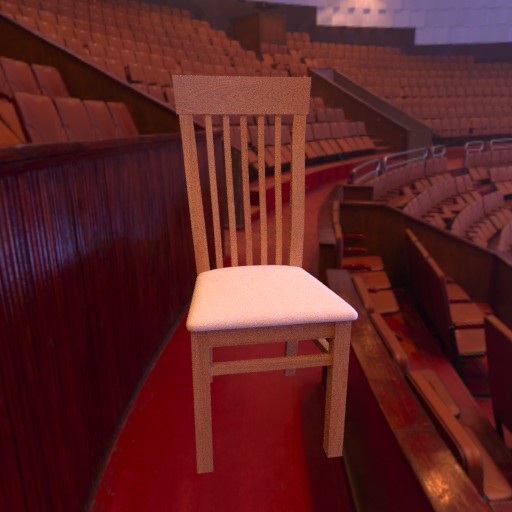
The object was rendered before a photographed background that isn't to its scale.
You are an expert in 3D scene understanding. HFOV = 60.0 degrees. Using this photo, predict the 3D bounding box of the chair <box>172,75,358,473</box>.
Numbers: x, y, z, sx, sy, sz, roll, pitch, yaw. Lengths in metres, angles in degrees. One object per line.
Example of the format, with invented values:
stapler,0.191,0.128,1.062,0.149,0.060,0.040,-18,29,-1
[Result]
chair,0.000,0.000,1.333,0.450,1.050,0.580,-3,17,-9
